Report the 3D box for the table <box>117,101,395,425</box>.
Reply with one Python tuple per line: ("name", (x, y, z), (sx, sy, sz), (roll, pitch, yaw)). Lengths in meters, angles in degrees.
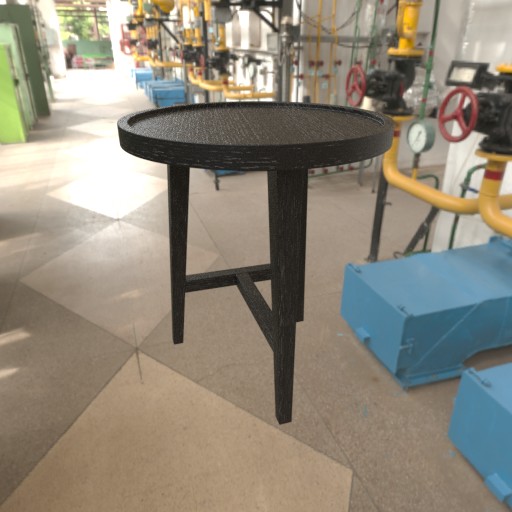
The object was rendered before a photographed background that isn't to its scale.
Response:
("table", (0.000, 0.000, 0.760), (0.399, 0.460, 0.399), (0, 26, 0))
